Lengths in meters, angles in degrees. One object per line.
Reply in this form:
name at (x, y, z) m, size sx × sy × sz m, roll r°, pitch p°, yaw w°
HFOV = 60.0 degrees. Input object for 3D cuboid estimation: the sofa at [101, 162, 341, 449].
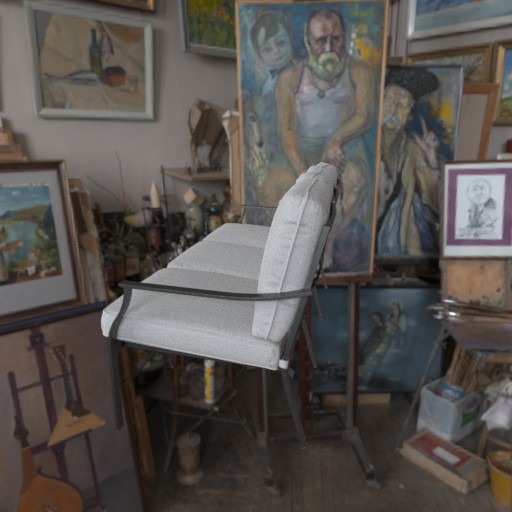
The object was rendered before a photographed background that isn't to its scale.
sofa at (0.000, 0.000, 2.217) m, size 0.787 × 0.860 × 1.740 m, roll 3°, pitch 15°, yaw 11°
